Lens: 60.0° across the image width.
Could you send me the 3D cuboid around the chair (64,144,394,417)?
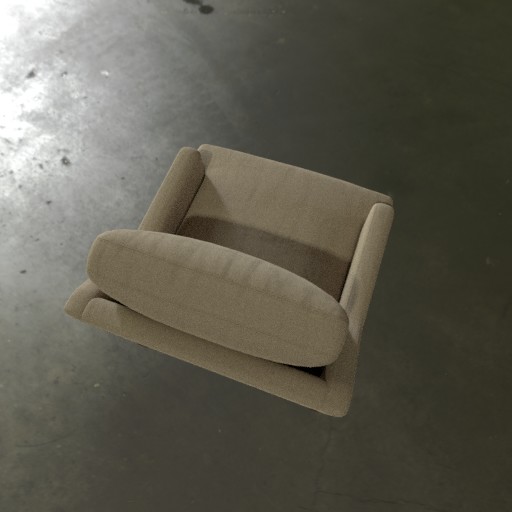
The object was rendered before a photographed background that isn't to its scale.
[{"bbox_3d":[0.000,0.000,1.694,0.912,0.916,1.001,18,64,9],"label":"chair"}]
